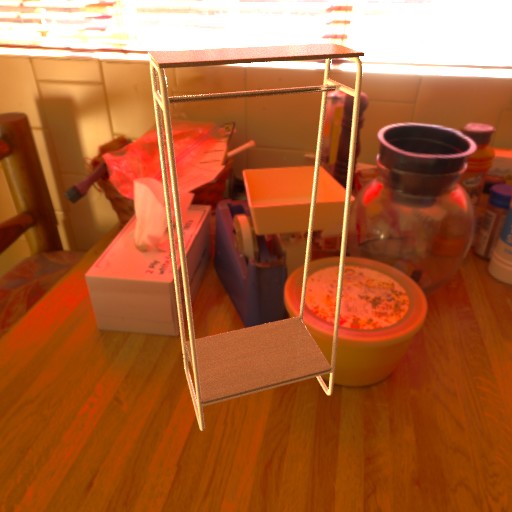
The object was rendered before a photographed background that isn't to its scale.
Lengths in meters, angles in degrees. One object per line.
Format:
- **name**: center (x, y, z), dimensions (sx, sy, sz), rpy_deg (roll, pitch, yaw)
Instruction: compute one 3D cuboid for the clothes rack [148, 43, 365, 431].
- **clothes rack**: center (0.000, 0.000, 1.789), dimensions (0.640, 1.512, 0.400), rpy_deg (-10, 34, -15)
